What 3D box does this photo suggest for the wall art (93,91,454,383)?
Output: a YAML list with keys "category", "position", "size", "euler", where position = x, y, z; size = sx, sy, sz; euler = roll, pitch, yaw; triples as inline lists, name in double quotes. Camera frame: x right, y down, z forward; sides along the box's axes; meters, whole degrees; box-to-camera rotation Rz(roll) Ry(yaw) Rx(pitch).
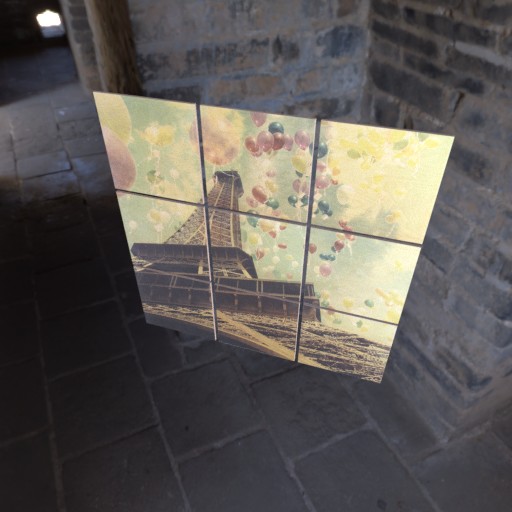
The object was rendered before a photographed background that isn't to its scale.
- category: "wall art"
  position: [0.000, 0.000, 1.827]
  size: [1.219, 1.218, 0.013]
  euler: [12, 41, 14]
